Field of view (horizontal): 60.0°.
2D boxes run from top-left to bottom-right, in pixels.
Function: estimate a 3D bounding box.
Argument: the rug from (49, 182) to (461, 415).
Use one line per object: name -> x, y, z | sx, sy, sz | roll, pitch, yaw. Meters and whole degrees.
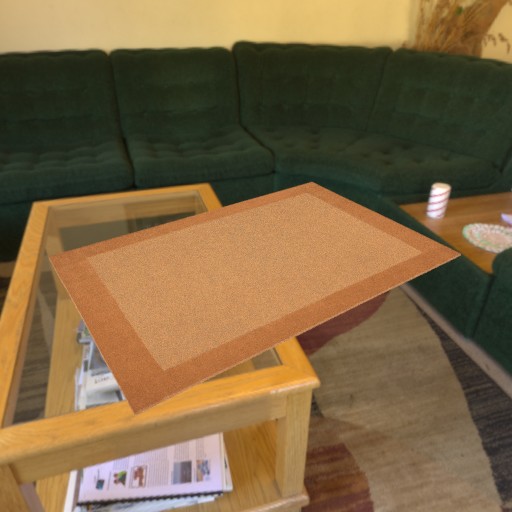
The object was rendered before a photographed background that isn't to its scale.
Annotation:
rug -> 0.000, 0.000, 2.358 | 1.829, 0.014, 1.219 | -20, 37, -29
